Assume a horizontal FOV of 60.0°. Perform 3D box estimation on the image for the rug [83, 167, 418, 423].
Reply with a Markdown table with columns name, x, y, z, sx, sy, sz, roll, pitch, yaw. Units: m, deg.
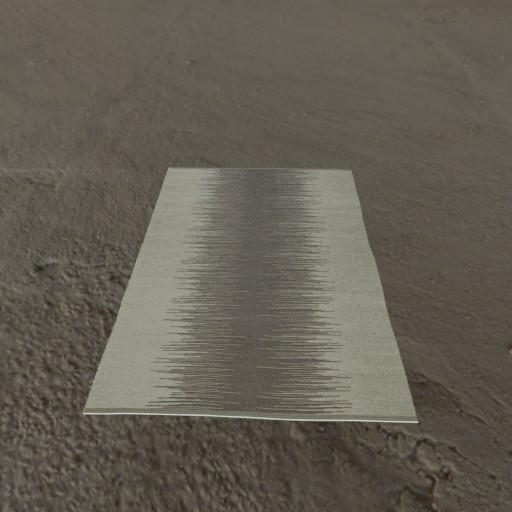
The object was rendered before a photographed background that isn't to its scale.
| name | x | y | z | sx | sy | sz | roll | pitch | yaw |
| --- | --- | --- | --- | --- | --- | --- | --- | --- | --- |
| rug | 0.000 | 0.000 | 2.299 | 1.226 | 0.007 | 1.815 | 1 | 41 | 1 |
